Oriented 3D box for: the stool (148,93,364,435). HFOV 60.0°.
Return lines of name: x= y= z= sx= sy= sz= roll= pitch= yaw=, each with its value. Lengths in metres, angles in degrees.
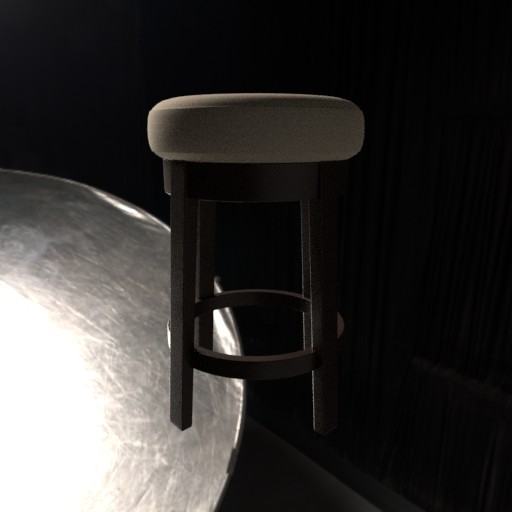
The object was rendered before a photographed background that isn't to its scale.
stool: x=0.000 y=0.000 z=0.973 sx=0.449 sy=0.655 sz=0.449 roll=0 pitch=15 yaw=0
